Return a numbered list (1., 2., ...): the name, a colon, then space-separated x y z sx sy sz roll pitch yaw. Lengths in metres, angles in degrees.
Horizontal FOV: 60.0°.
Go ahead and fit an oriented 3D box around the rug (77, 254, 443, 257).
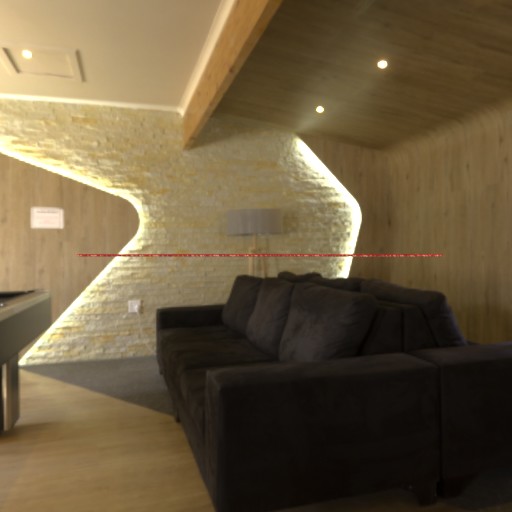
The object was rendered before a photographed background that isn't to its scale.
1. rug: 0.000 0.000 3.061 1.531 0.010 2.442 0 0 -1
